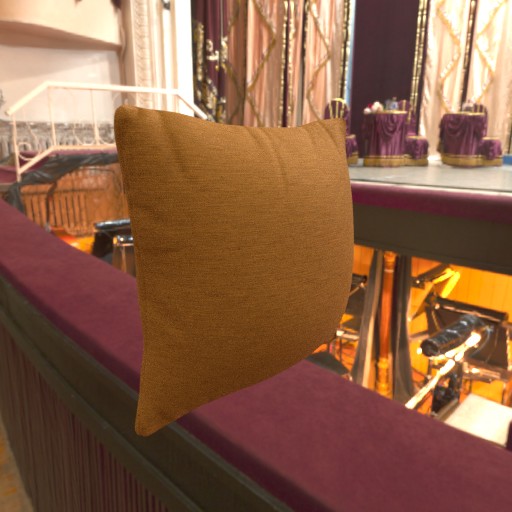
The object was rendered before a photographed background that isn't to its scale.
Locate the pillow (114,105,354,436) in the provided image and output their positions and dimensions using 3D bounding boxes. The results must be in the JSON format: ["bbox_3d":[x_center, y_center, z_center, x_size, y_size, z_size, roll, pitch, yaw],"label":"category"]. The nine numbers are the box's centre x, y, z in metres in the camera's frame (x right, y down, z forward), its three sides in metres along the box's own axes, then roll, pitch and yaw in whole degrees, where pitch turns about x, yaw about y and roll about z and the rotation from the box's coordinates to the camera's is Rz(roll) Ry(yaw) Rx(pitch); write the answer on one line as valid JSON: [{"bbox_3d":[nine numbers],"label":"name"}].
[{"bbox_3d":[0.000,0.000,0.676,0.247,0.417,0.435,14,20,43],"label":"pillow"}]
